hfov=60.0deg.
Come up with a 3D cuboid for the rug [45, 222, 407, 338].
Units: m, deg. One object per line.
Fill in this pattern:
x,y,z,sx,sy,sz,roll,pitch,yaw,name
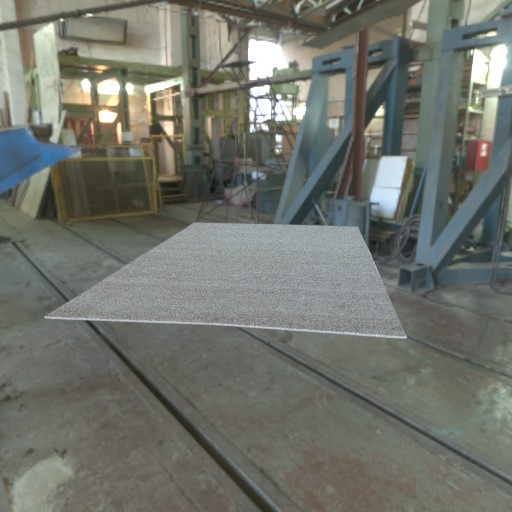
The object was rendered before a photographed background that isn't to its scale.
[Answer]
0.000,0.000,2.236,1.154,0.021,1.792,2,14,8,rug
